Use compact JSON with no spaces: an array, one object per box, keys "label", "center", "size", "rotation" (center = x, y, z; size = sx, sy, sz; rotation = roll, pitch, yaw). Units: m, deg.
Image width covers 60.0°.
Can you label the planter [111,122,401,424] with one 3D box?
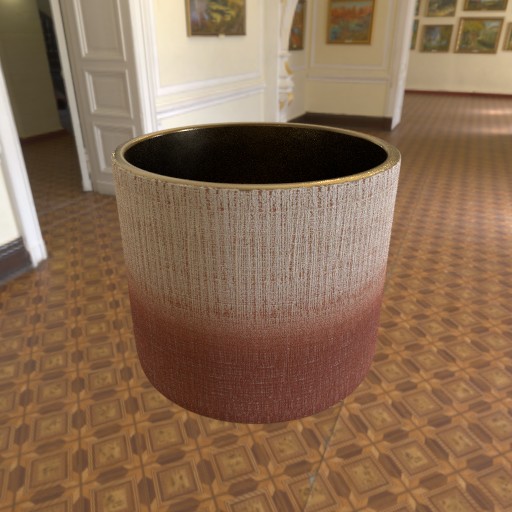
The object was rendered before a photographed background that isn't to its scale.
[{"label":"planter","center":[0.000,0.000,0.444],"size":[0.254,0.221,0.254],"rotation":[0,26,0]}]
